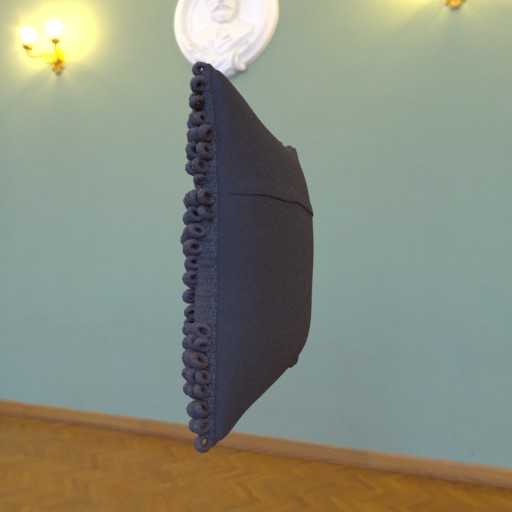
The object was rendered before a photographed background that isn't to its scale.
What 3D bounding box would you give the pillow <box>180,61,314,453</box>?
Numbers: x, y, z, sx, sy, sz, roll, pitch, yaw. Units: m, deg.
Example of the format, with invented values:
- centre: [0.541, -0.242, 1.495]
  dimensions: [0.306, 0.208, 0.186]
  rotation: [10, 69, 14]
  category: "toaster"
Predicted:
- centre: [0.000, 0.000, 0.735]
  dimensions: [0.172, 0.467, 0.470]
  rotation: [0, 0, 17]
  category: "pillow"
